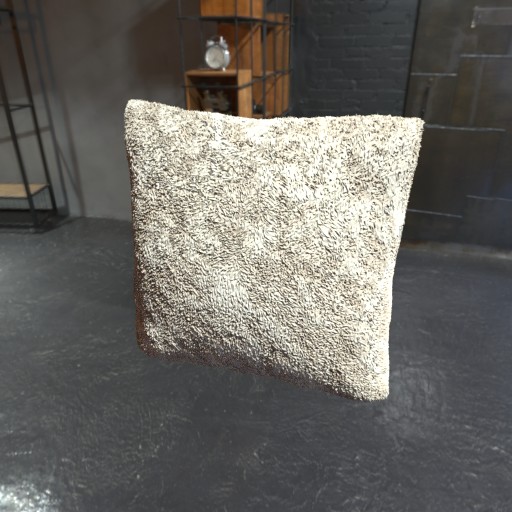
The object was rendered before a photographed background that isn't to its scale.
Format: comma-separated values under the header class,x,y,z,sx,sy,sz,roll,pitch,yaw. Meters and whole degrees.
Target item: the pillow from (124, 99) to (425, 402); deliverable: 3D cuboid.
class,x,y,z,sx,sy,sz,roll,pitch,yaw
pillow,0.000,0.000,0.805,0.529,0.515,0.218,7,27,15
